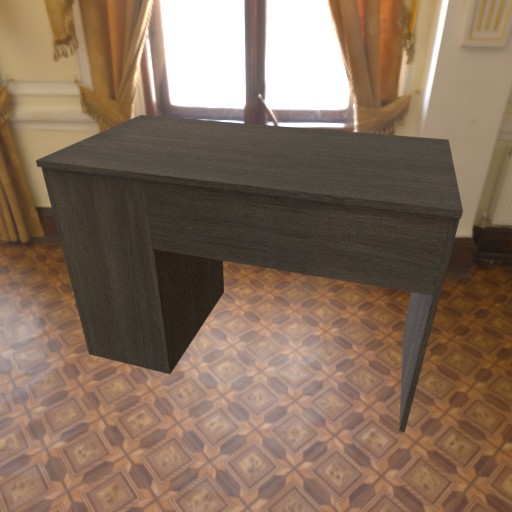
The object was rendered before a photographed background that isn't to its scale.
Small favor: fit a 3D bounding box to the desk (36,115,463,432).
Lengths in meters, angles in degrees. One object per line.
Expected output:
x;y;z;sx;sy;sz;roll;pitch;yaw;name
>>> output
0.000;0.000;1.491;1.096;0.730;0.560;9;32;15;desk
